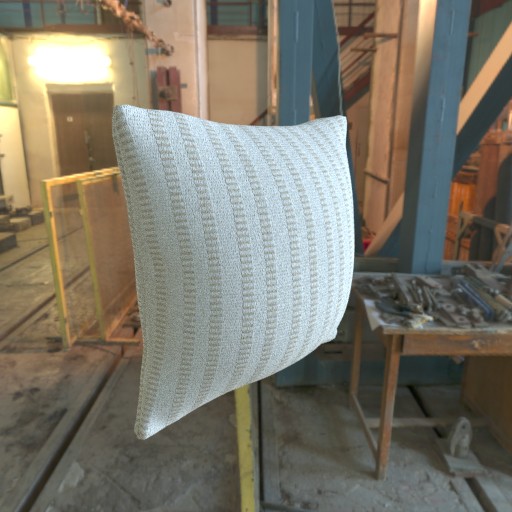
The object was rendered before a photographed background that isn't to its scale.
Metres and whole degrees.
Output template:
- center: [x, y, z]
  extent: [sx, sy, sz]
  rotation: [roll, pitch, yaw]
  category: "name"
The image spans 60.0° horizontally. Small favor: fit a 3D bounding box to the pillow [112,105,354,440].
- center: [0.000, 0.000, 0.672]
  extent: [0.247, 0.419, 0.438]
  rotation: [14, 21, 43]
  category: "pillow"
